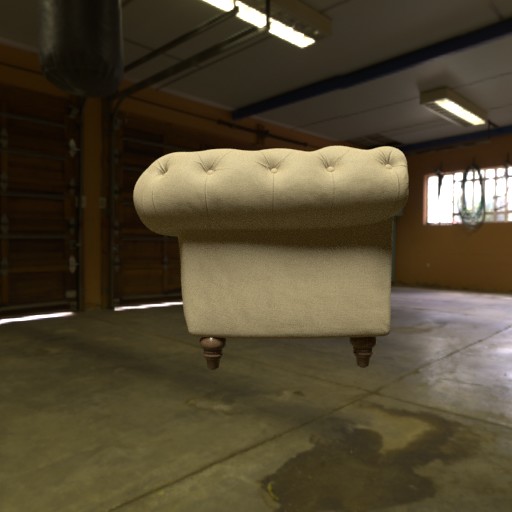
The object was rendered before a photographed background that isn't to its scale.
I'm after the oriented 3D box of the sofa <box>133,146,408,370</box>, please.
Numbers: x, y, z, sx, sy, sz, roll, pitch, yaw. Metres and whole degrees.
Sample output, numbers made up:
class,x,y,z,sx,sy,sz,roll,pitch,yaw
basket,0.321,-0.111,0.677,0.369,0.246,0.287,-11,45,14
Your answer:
class,x,y,z,sx,sy,sz,roll,pitch,yaw
sofa,0.000,0.000,2.468,1.069,0.835,1.988,0,1,0
